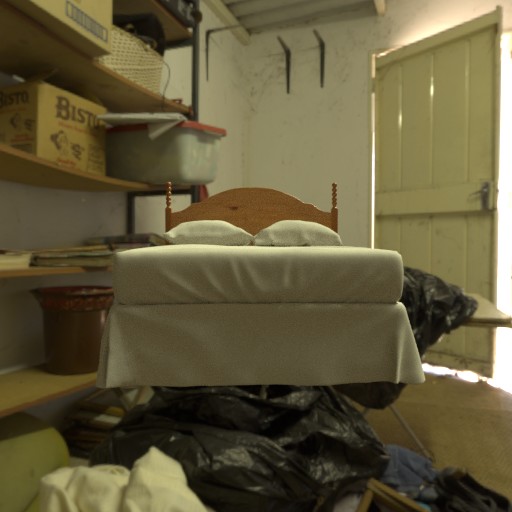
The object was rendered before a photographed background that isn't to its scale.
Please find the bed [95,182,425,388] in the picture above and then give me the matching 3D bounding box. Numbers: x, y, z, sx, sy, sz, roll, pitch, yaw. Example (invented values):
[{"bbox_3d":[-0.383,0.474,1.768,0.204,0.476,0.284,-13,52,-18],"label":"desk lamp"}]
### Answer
[{"bbox_3d":[0.000,0.000,3.298,1.873,1.356,2.040,0,2,-2],"label":"bed"}]
